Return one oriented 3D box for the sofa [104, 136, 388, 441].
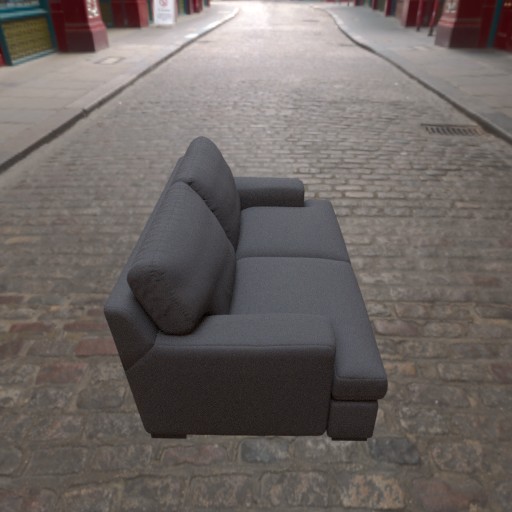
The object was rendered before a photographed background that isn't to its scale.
[{"bbox_3d":[0.000,0.000,2.578,1.143,0.940,1.880,0,31,1],"label":"sofa"}]
